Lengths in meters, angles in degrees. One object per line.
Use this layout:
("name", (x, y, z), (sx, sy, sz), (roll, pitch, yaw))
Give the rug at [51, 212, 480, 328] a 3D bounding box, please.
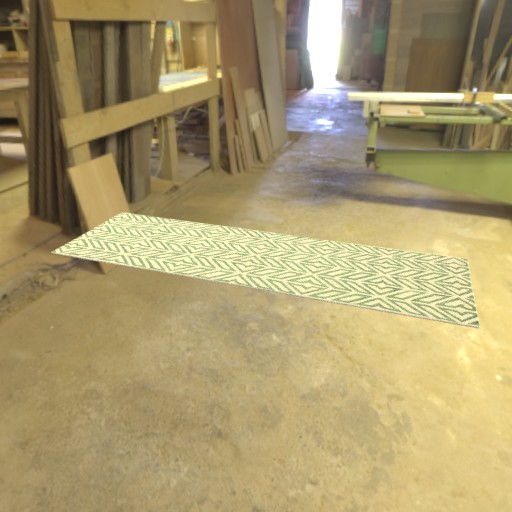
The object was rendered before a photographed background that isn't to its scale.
("rug", (0.000, 0.000, 2.707), (2.435, 0.009, 0.750), (9, 27, 17))
